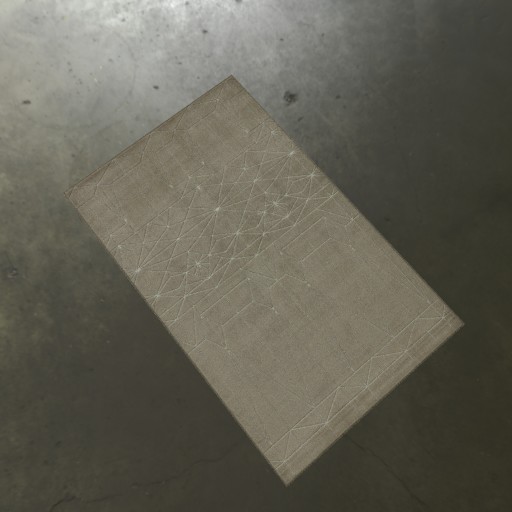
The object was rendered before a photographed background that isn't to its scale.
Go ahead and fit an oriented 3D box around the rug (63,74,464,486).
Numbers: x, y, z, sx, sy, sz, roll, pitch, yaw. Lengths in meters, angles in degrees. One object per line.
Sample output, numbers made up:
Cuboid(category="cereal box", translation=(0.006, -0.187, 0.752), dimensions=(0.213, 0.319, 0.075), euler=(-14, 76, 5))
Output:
Cuboid(category="rug", translation=(0.000, 0.000, 3.009), dimensions=(1.524, 0.012, 2.438), euler=(-38, 79, -9))
